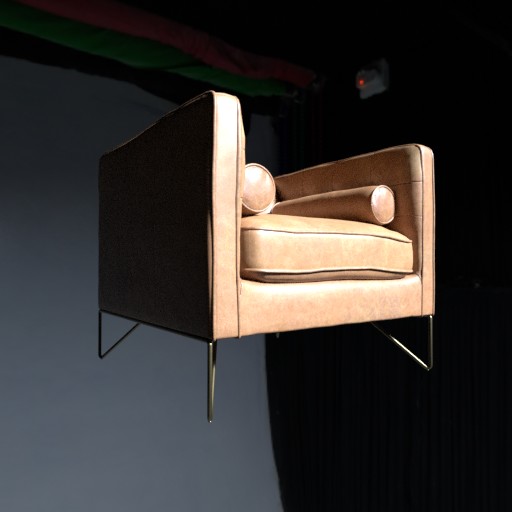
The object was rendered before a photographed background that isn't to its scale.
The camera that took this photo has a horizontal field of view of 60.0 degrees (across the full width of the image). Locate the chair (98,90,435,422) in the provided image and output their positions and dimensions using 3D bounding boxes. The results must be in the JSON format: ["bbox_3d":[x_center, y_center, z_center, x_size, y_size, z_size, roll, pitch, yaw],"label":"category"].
[{"bbox_3d":[0.000,0.000,1.640,0.920,0.797,0.912,1,-1,-36],"label":"chair"}]
